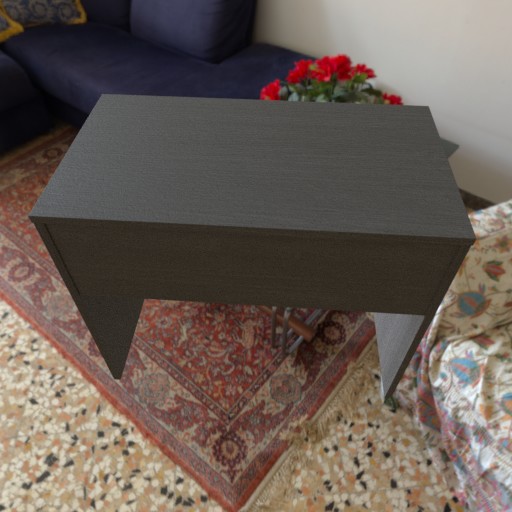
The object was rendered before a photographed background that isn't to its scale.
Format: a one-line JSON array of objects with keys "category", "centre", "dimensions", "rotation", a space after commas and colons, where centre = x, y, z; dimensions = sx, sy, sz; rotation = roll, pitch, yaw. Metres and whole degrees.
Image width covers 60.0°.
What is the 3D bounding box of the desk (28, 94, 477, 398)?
[{"category": "desk", "centre": [0.000, 0.000, 1.314], "dimensions": [0.893, 0.724, 0.498], "rotation": [3, 48, 3]}]
